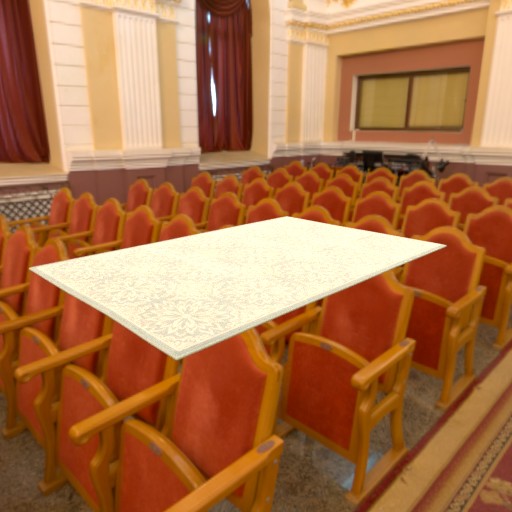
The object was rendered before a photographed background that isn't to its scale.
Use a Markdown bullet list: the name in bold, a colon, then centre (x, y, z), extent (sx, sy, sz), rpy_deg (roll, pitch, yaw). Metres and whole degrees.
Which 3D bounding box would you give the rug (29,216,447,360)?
- **rug**: centre (0.000, 0.000, 2.313), extent (1.840, 0.012, 1.219), rpy_deg (-15, 22, -42)
